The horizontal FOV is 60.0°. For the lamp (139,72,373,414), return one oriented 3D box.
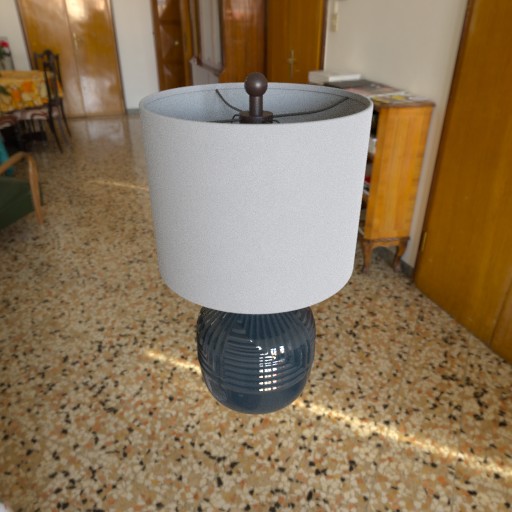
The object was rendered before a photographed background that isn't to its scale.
[{"bbox_3d":[0.000,0.000,0.736,0.318,0.567,0.318,0,29,0],"label":"lamp"}]
